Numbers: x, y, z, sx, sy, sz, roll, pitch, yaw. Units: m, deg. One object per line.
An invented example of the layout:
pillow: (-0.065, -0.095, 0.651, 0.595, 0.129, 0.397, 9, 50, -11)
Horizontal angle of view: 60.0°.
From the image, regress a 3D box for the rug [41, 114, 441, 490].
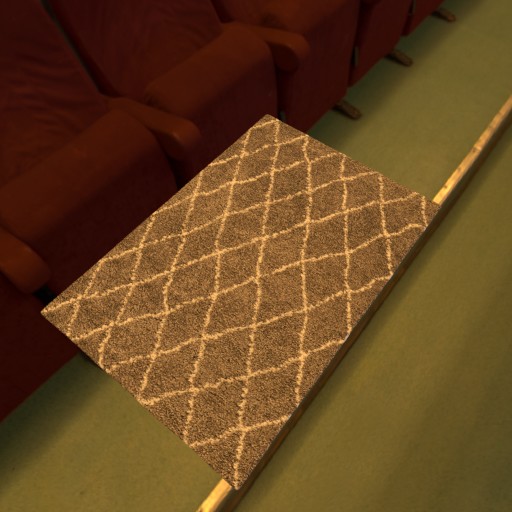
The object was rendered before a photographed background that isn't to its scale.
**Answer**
rug: (0.000, 0.000, 2.283, 1.219, 0.030, 1.778, 34, 64, 19)
